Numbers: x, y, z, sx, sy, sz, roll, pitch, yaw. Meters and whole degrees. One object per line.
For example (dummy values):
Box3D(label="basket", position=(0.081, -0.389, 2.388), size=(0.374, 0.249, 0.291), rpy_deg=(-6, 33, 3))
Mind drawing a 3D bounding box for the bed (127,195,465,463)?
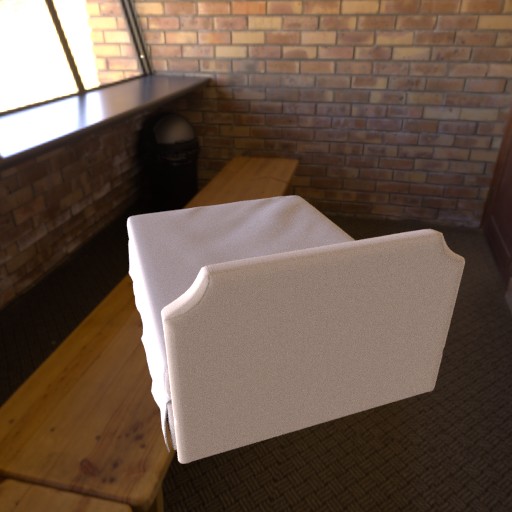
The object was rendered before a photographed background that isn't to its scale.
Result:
Box3D(label="bed", position=(0.000, 0.000, 3.620), size=(1.977, 1.293, 2.498), rpy_deg=(-9, 29, -17))
